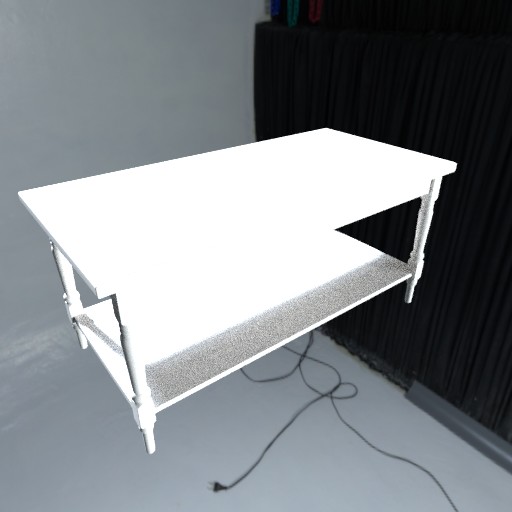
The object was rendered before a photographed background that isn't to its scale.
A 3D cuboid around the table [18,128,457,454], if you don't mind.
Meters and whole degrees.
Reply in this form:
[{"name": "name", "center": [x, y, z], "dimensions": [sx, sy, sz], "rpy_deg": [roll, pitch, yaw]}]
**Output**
[{"name": "table", "center": [0.000, 0.000, 1.356], "dimensions": [1.107, 0.510, 0.550], "rpy_deg": [-21, 36, -32]}]
